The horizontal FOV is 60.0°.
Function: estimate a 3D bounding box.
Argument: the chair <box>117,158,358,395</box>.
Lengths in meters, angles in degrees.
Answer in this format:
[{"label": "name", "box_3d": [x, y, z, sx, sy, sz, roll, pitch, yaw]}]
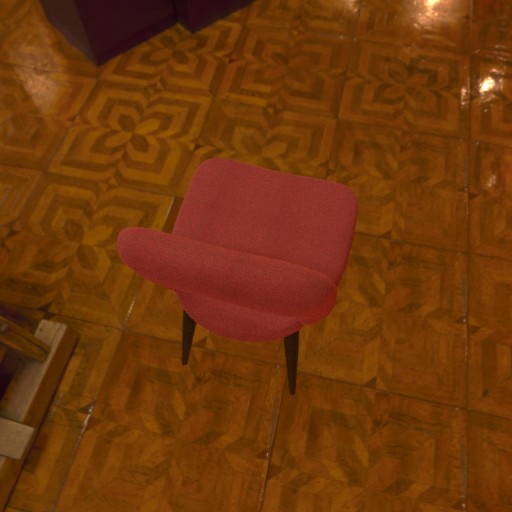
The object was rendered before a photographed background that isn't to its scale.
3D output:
[{"label": "chair", "box_3d": [0.000, 0.000, 1.191, 0.483, 0.892, 0.569, 14, 63, 7]}]
